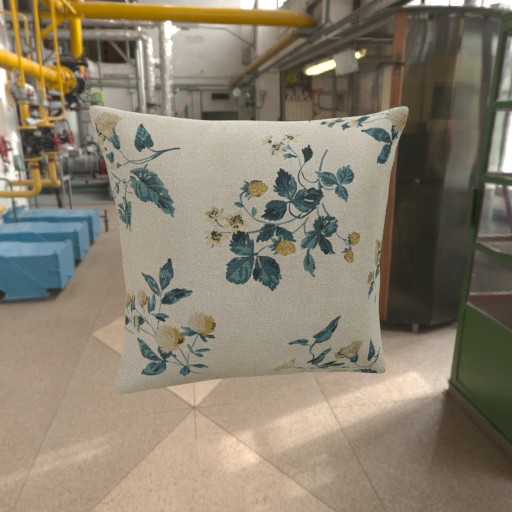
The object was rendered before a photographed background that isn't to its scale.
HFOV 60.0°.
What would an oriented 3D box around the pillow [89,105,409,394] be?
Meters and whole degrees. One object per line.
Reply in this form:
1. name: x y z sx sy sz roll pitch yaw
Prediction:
1. pillow: 0.000 0.000 0.788 0.526 0.507 0.166 -2 17 -8
